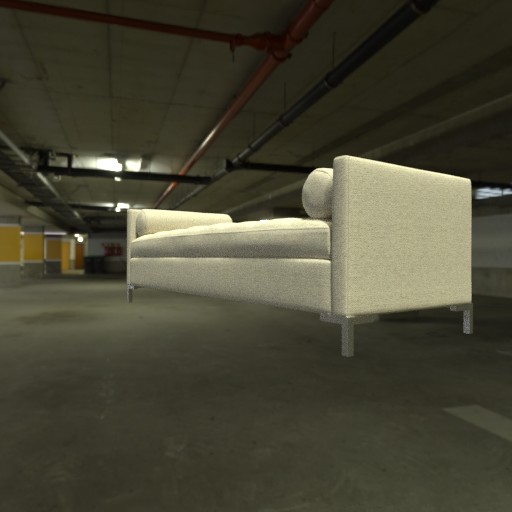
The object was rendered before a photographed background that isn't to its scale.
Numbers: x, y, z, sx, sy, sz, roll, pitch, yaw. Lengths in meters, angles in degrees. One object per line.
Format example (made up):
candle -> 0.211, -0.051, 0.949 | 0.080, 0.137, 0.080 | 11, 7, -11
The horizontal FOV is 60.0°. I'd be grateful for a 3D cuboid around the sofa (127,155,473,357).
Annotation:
sofa -> 0.000, 0.000, 2.494 | 0.797, 0.655, 2.102 | 0, 0, -36
